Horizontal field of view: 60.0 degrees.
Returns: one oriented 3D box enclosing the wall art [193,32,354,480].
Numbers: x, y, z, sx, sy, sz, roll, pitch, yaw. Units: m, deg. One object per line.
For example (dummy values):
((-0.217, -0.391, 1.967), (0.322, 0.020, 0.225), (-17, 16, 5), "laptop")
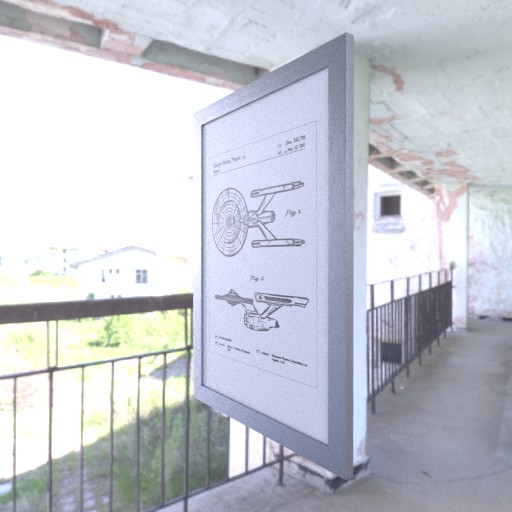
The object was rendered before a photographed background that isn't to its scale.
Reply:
((0.000, 0.000, 0.678), (0.013, 0.529, 0.376), (0, 0, -36), "wall art")
